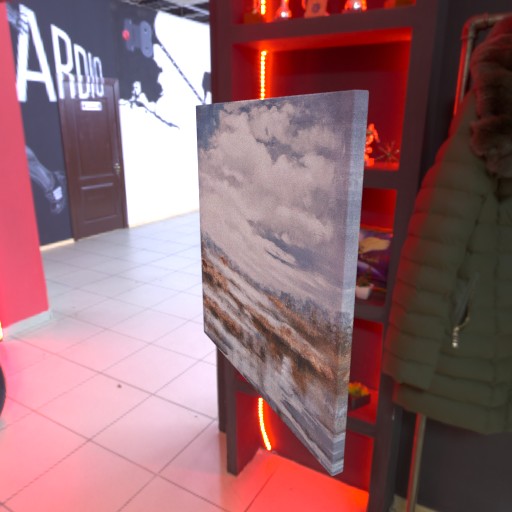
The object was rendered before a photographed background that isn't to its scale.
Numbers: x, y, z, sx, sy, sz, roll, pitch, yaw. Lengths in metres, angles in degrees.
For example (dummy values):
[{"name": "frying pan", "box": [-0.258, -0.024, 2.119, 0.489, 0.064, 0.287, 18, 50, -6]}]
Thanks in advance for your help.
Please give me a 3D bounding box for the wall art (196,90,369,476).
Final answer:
[{"name": "wall art", "box": [0.000, 0.000, 1.536, 0.040, 1.020, 1.010, -8, 19, -26]}]
